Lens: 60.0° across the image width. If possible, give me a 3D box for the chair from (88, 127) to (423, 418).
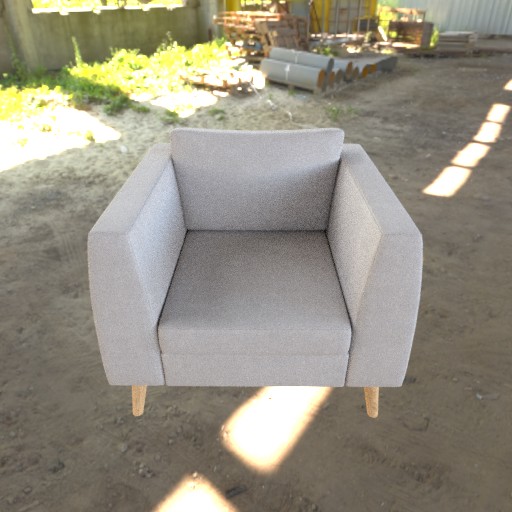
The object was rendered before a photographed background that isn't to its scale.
[{"bbox_3d":[0.000,0.000,1.748,1.000,0.860,0.930,0,30,0],"label":"chair"}]
